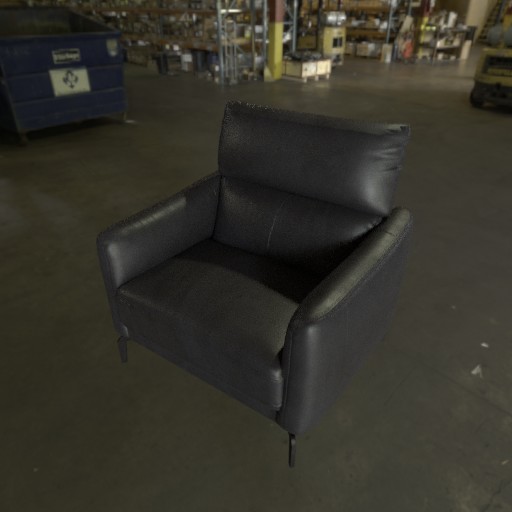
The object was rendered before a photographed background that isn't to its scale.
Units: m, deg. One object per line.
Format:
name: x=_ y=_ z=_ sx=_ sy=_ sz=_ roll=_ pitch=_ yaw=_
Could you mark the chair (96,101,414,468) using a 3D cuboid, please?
chair: x=0.000 y=0.000 z=1.675 sx=0.976 sy=0.949 sz=0.809 roll=20 pitch=35 yaw=31
